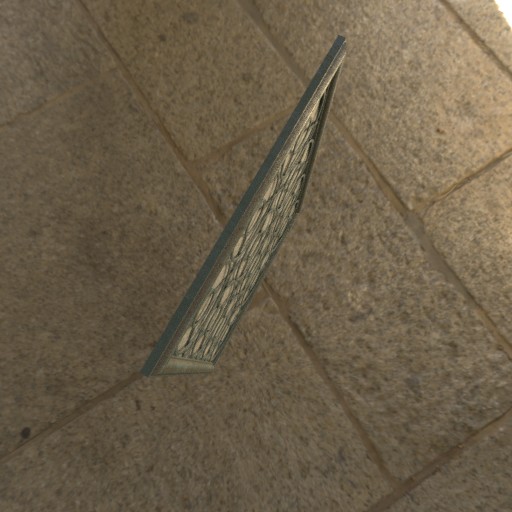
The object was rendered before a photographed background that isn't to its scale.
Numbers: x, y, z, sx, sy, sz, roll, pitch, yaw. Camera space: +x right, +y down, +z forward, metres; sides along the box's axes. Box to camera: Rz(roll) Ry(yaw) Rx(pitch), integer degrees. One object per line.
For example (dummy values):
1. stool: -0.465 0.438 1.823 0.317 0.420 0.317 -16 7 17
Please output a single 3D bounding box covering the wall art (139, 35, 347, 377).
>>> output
1. wall art: 0.000 0.000 1.303 0.030 0.983 0.767 28 77 7
